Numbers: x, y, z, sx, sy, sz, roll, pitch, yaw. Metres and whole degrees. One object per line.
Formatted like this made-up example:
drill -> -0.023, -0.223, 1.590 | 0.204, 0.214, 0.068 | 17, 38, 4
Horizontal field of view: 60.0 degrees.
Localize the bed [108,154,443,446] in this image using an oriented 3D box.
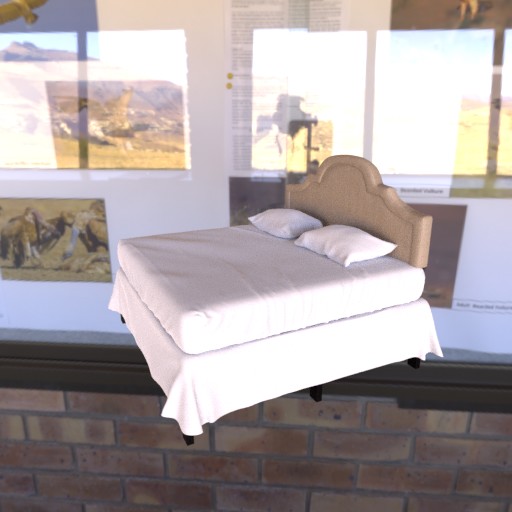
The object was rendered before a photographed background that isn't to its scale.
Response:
bed -> 0.000, 0.000, 3.784 | 2.222, 1.631, 2.303 | -9, 19, -26
